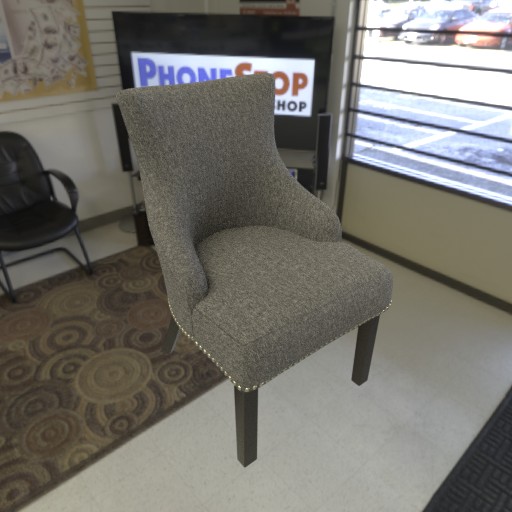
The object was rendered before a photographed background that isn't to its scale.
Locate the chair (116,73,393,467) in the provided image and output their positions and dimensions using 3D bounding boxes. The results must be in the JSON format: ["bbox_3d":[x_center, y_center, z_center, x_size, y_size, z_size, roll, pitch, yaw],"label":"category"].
[{"bbox_3d":[0.000,0.000,1.295,0.566,0.909,0.629,-22,37,-32],"label":"chair"}]
